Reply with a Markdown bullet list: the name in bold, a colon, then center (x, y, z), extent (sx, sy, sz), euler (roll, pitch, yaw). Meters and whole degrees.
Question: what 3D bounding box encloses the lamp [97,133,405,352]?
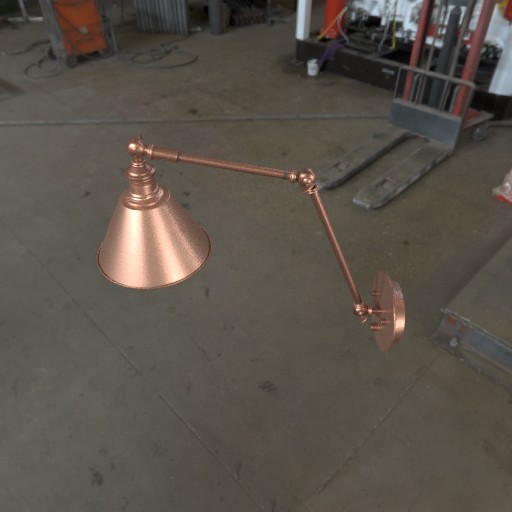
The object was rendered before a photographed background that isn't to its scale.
- **lamp**: center (0.000, 0.000, 0.892), extent (0.624, 0.502, 0.223), euler (0, 41, 0)
